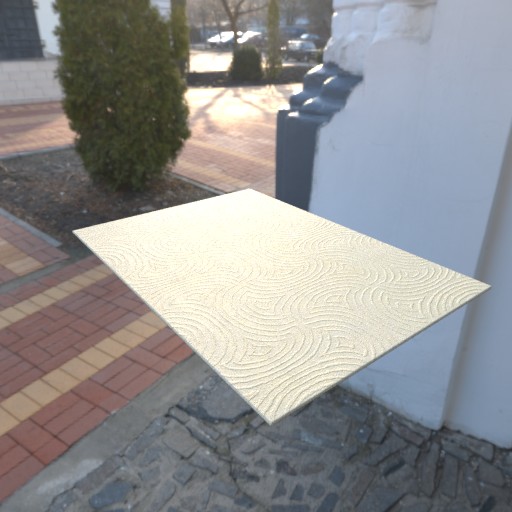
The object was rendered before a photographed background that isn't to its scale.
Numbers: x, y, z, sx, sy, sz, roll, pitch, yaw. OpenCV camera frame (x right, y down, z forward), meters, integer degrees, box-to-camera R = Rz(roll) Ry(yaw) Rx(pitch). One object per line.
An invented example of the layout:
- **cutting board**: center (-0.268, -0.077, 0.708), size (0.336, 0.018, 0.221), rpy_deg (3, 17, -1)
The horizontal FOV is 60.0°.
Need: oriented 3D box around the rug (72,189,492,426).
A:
- **rug**: center (0.000, 0.000, 2.693), size (1.526, 0.015, 2.132), rpy_deg (-19, 32, -33)
